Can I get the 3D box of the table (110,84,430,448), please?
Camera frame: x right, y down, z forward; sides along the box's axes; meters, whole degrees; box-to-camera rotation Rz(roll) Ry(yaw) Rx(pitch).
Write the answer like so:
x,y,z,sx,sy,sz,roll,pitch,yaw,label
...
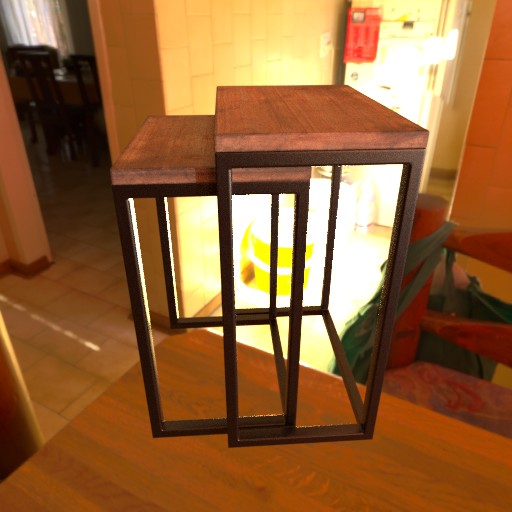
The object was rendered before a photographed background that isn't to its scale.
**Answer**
x,y,z,sx,sy,sz,roll,pitch,yaw,label
0.000,0.000,0.930,0.460,0.615,0.456,-1,29,-1,table
